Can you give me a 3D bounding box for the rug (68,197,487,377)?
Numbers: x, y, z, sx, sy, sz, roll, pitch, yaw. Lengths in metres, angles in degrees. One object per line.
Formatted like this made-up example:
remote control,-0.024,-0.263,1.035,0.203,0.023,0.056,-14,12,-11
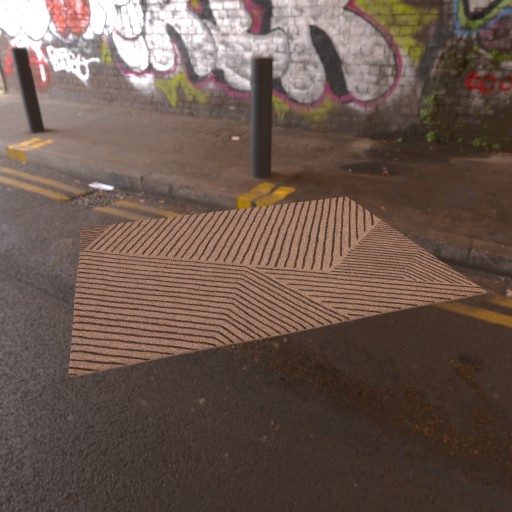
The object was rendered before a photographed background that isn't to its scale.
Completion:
rug,0.000,0.000,3.193,2.449,0.028,1.829,-8,29,-16
